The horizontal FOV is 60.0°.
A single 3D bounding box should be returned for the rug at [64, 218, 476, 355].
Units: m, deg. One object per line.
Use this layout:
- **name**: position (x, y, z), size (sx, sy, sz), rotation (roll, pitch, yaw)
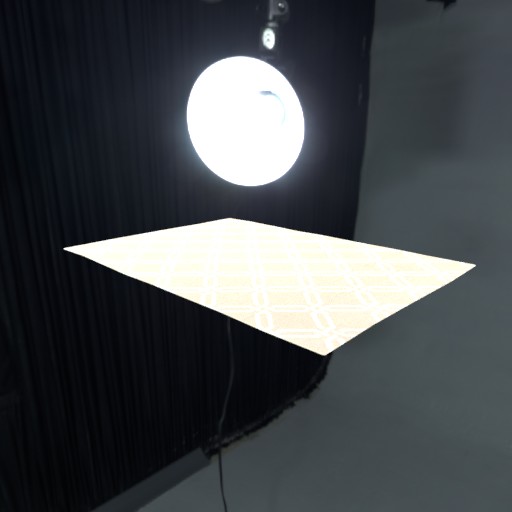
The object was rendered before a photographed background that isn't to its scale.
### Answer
- **rug**: position (0.000, 0.000, 2.774), size (2.135, 0.013, 1.524), rotation (15, 21, 42)
